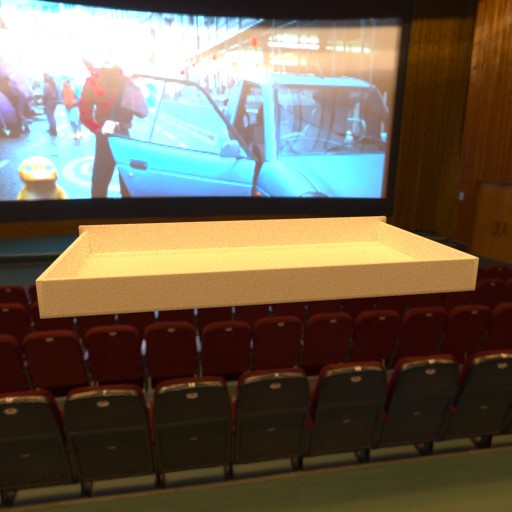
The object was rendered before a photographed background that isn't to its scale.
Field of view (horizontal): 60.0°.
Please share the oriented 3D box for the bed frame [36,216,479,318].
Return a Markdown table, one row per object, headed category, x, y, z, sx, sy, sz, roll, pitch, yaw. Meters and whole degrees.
| category | x | y | z | sx | sy | sz | roll | pitch | yaw |
| --- | --- | --- | --- | --- | --- | --- | --- | --- | --- |
| bed frame | 0.000 | 0.000 | 1.569 | 1.300 | 0.141 | 0.670 | -3 | 14 | -10 |
